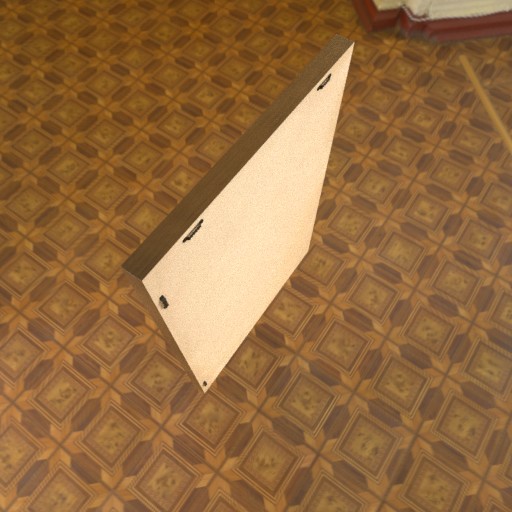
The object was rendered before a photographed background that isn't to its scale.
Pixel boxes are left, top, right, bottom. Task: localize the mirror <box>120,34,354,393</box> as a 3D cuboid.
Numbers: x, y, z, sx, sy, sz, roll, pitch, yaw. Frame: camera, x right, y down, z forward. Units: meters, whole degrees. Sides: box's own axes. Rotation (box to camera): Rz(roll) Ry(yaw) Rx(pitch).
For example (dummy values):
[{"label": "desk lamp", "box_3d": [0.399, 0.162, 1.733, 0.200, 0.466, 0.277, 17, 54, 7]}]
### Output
[{"label": "mirror", "box_3d": [0.000, 0.000, 0.928, 0.039, 0.711, 0.508, 32, 67, 15]}]
